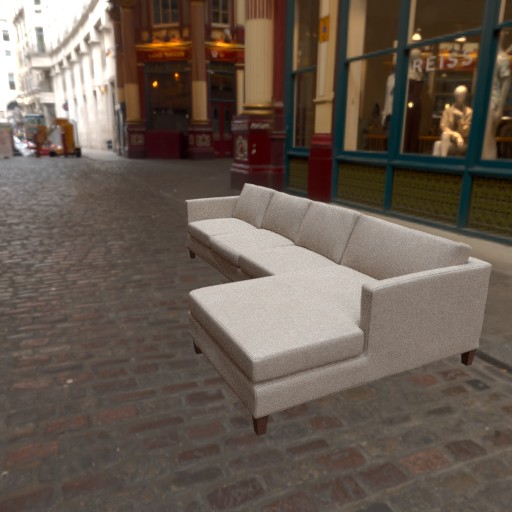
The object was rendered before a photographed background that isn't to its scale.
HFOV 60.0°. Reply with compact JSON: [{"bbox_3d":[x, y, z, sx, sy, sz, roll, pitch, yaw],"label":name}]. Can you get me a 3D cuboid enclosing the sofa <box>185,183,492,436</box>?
[{"bbox_3d":[0.000,0.000,3.754,1.625,0.846,3.186,-8,18,-25],"label":"sofa"}]
